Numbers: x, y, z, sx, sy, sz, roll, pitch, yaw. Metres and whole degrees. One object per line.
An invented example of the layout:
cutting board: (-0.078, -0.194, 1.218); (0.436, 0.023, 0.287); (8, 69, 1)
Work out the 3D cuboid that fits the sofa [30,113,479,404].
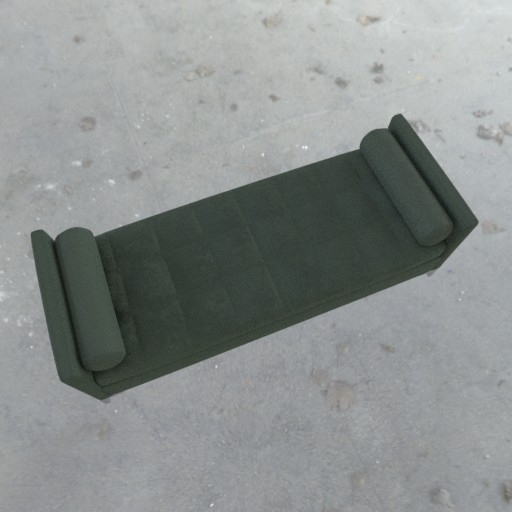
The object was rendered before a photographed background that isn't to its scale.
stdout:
sofa: (0.000, 0.000, 2.459); (2.102, 0.657, 0.797); (-20, 66, -9)
